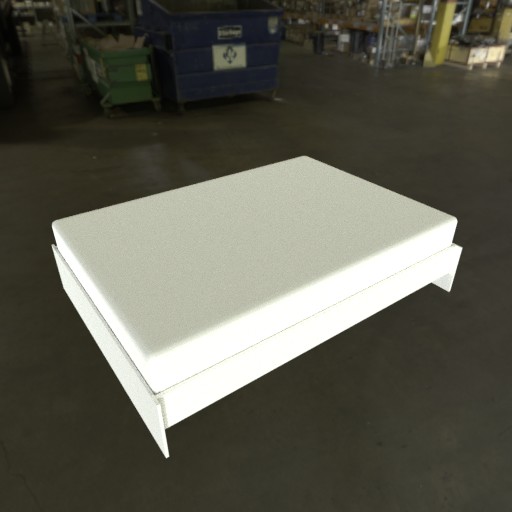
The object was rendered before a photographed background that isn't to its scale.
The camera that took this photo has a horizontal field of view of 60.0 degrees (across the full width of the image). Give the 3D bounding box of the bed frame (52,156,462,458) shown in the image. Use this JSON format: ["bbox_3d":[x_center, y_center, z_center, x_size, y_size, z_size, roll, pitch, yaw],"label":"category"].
[{"bbox_3d":[0.000,0.000,2.650,1.945,0.497,1.445,-21,38,-30],"label":"bed frame"}]
